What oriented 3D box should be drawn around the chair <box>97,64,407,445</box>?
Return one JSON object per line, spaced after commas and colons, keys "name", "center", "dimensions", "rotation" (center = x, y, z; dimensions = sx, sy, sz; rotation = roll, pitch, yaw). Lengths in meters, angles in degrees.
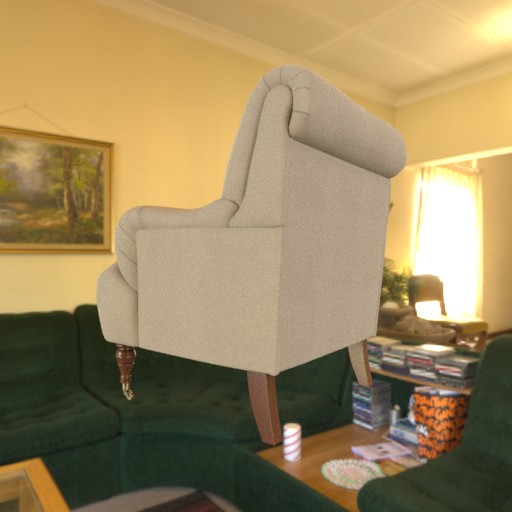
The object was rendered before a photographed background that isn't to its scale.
{"name": "chair", "center": [0.000, 0.000, 1.534], "dimensions": [0.842, 0.942, 0.766], "rotation": [0, 0, 36]}
